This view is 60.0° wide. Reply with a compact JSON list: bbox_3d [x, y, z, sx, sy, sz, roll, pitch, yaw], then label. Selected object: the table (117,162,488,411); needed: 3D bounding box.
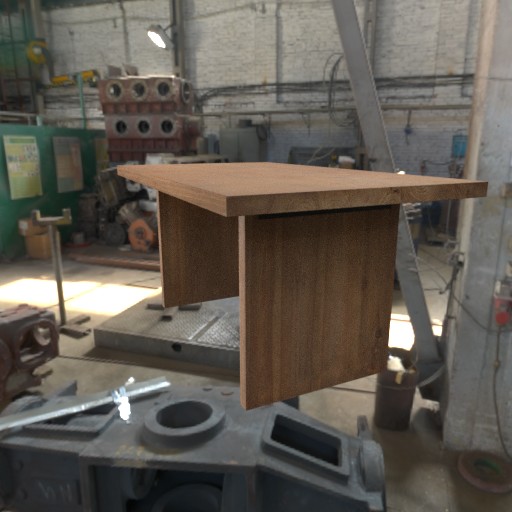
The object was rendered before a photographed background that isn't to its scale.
[{"bbox_3d":[0.000,0.000,2.078,0.946,0.780,1.609,-7,16,-25],"label":"table"}]
